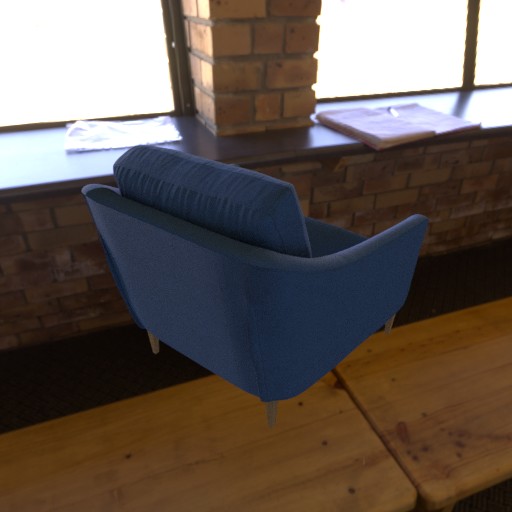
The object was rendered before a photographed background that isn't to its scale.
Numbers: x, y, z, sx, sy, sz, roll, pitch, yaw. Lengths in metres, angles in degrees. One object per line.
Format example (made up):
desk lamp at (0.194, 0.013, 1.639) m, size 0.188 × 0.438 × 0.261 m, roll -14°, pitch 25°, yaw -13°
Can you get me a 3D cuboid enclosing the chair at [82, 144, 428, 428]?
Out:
chair at (0.000, 0.000, 1.723) m, size 0.987 × 0.899 × 0.961 m, roll 22°, pitch 37°, yaw 31°
